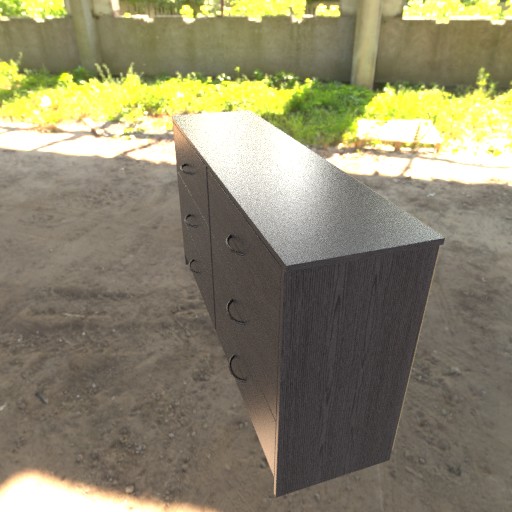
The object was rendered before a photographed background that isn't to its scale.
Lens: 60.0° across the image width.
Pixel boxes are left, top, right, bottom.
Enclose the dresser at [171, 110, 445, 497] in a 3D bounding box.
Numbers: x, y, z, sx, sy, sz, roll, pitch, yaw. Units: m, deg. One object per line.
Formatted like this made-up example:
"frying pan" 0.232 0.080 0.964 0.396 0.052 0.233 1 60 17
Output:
"dresser" 0.000 0.000 1.636 0.401 0.755 1.360 -9 31 -16
